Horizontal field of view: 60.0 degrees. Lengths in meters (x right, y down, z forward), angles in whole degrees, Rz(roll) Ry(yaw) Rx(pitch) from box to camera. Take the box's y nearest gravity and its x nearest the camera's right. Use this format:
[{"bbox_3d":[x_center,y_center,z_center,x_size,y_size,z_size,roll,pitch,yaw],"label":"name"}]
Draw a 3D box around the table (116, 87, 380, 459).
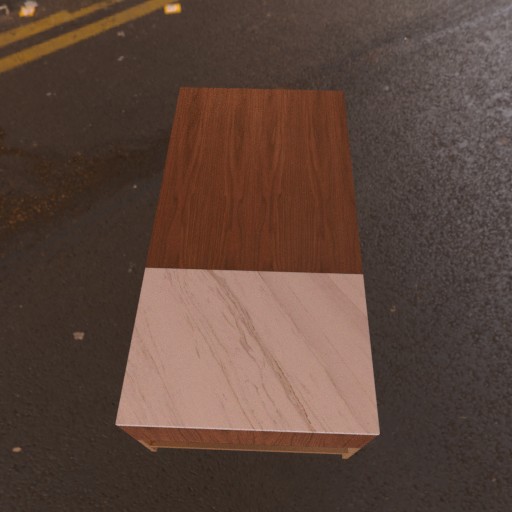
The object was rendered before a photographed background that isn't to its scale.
[{"bbox_3d":[0.000,0.000,1.964,0.789,0.551,1.553,2,58,1],"label":"table"}]
